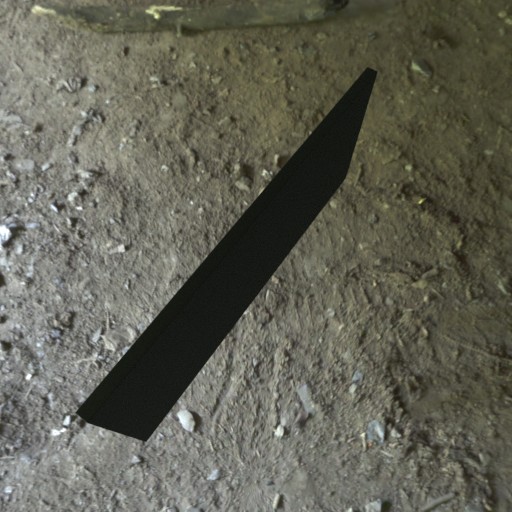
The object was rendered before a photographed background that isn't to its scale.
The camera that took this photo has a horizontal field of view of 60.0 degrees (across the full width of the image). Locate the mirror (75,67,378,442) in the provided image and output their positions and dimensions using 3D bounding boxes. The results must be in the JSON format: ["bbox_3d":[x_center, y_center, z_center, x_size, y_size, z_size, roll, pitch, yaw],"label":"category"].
[{"bbox_3d":[0.000,0.000,1.757,0.047,0.692,1.584,32,68,15],"label":"mirror"}]
